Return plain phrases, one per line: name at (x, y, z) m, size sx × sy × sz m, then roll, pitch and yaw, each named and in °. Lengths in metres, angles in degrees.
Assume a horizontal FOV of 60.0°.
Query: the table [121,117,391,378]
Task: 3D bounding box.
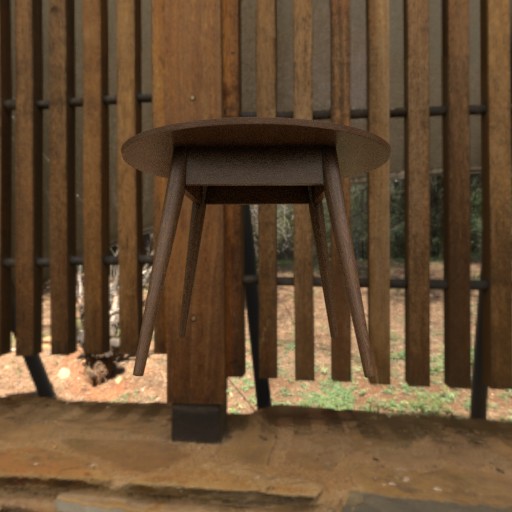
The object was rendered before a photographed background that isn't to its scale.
table at (0.000, 0.000, 1.798) m, size 1.053 × 0.786 × 1.053 m, roll 0°, pitch -1°, yaw 0°
